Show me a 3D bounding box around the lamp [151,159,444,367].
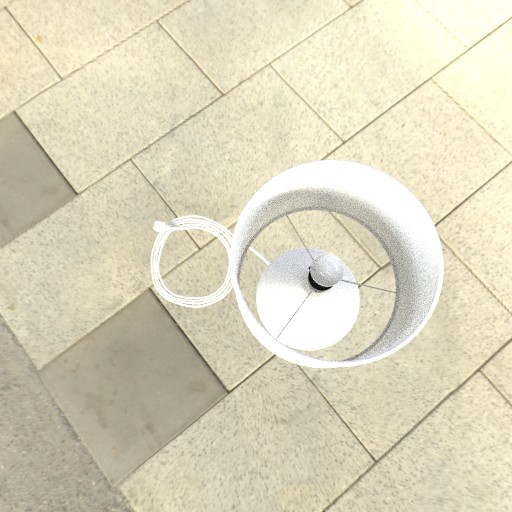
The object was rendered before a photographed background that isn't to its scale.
[{"bbox_3d":[0.000,0.000,0.868,0.401,0.457,0.546,-40,79,-9],"label":"lamp"}]
